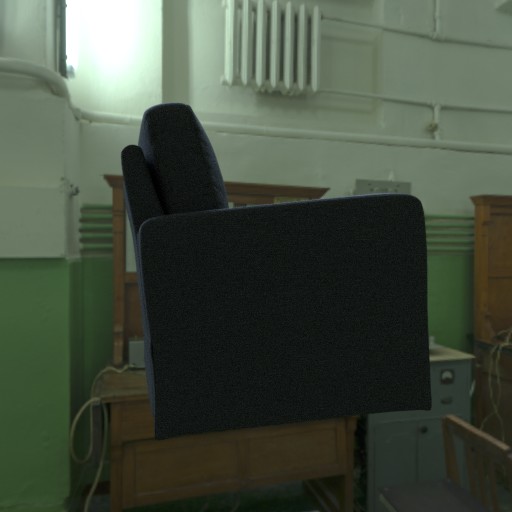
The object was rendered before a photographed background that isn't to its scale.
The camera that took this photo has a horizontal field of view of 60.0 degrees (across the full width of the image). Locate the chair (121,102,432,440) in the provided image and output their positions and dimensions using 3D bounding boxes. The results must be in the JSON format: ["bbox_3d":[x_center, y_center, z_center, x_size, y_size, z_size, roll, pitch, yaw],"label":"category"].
[{"bbox_3d":[0.000,0.000,1.494,0.863,0.855,0.798,0,1,-16],"label":"chair"}]
